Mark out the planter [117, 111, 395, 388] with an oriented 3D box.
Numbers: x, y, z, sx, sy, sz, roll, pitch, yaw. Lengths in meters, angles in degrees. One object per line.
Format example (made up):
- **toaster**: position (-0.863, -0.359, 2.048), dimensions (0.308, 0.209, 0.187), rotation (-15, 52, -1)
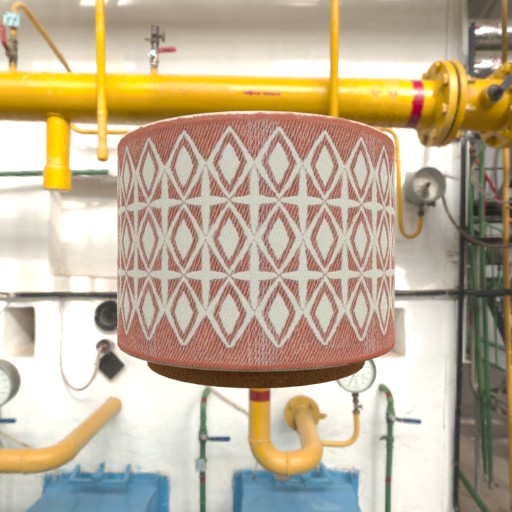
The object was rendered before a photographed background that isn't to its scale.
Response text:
- **planter**: position (0.000, 0.000, 0.321), dimensions (0.192, 0.148, 0.192), rotation (0, 0, 0)
